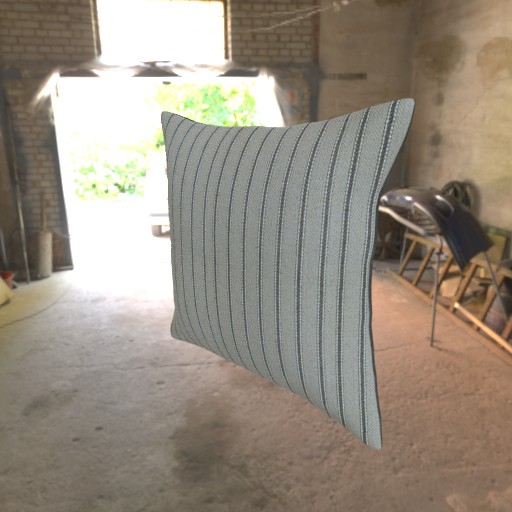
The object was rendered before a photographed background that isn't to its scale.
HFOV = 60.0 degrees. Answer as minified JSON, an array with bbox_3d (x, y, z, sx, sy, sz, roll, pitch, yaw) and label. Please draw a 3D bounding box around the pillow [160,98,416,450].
[{"bbox_3d":[0.000,0.000,0.684,0.468,0.444,0.138,15,23,41],"label":"pillow"}]
